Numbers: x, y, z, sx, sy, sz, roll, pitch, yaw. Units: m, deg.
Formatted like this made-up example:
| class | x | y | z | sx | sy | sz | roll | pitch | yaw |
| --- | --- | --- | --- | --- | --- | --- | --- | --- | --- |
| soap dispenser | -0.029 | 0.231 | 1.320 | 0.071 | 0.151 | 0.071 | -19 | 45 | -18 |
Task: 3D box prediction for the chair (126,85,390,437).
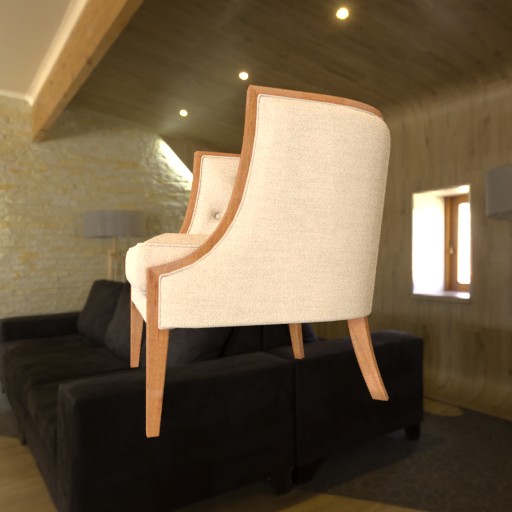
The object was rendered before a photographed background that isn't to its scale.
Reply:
| class | x | y | z | sx | sy | sz | roll | pitch | yaw |
| --- | --- | --- | --- | --- | --- | --- | --- | --- | --- |
| chair | 0.000 | 0.000 | 1.371 | 0.757 | 0.775 | 0.711 | 0 | -1 | -19 |
